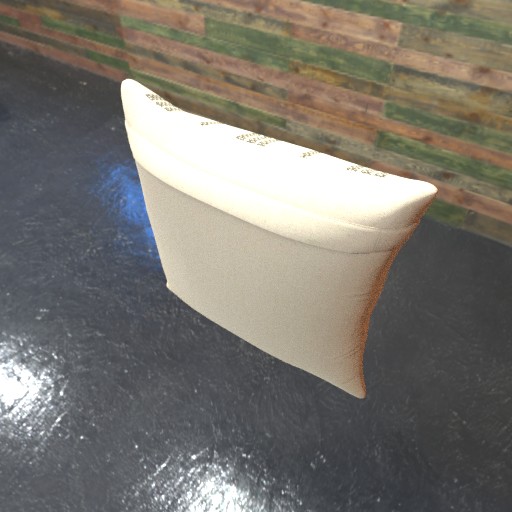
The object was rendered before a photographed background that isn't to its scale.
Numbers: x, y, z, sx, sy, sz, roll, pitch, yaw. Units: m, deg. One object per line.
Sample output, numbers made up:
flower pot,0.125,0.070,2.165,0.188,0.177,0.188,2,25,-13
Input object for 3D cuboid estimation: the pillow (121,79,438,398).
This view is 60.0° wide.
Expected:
pillow,0.000,0.000,0.622,0.405,0.406,0.173,26,51,23
